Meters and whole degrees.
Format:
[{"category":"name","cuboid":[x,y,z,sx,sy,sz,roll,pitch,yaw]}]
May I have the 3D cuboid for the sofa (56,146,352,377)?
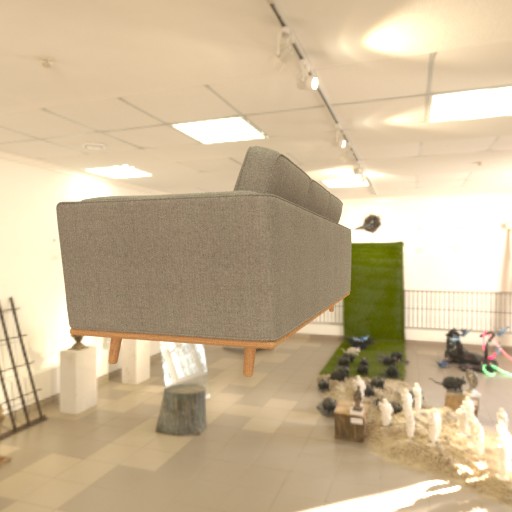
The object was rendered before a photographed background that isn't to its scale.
[{"category":"sofa","cuboid":[0.000,0.000,2.705,0.903,0.899,2.362,0,0,19]}]
